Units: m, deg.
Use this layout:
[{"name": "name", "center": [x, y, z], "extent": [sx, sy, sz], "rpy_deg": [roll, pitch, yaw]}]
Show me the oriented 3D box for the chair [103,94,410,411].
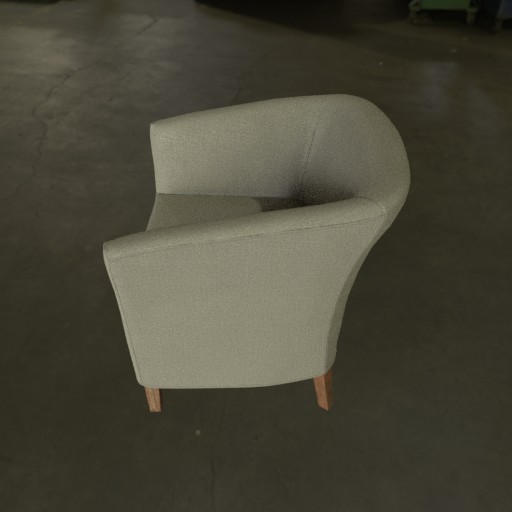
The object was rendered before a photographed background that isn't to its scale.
[{"name": "chair", "center": [0.000, 0.000, 1.280], "extent": [0.668, 0.771, 0.600], "rpy_deg": [0, 42, 0]}]
